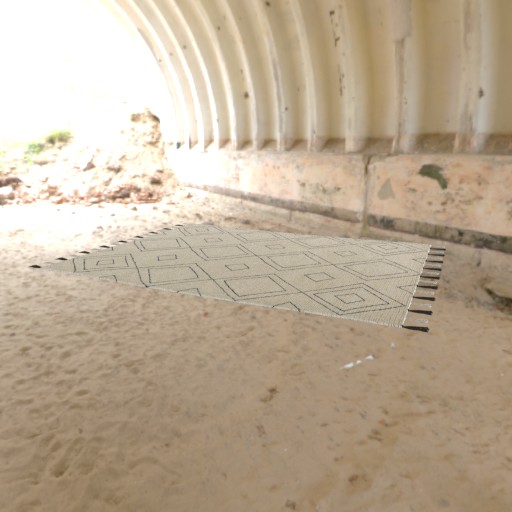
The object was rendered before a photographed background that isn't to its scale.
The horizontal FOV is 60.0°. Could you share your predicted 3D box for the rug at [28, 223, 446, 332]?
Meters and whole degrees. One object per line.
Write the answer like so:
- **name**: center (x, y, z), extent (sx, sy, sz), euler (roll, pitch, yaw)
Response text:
- **rug**: center (0.000, 0.000, 4.165), extent (3.221, 0.026, 2.342), euler (7, 16, 24)
